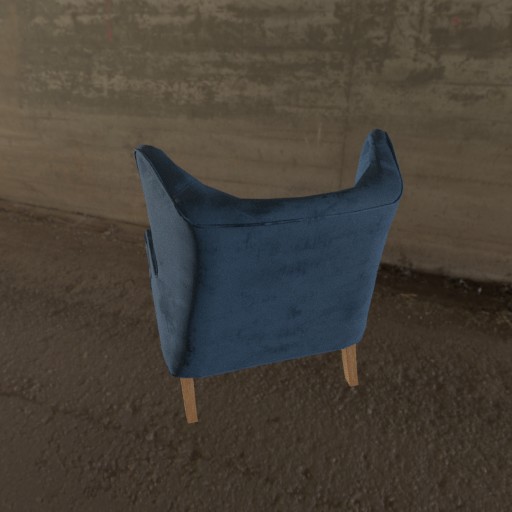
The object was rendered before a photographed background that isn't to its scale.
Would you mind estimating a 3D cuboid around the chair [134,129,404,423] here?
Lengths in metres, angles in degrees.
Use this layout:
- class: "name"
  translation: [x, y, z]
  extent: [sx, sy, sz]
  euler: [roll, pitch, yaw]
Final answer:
- class: "chair"
  translation: [0.000, 0.000, 1.668]
  extent: [0.793, 0.952, 0.910]
  euler: [-8, 29, -15]
